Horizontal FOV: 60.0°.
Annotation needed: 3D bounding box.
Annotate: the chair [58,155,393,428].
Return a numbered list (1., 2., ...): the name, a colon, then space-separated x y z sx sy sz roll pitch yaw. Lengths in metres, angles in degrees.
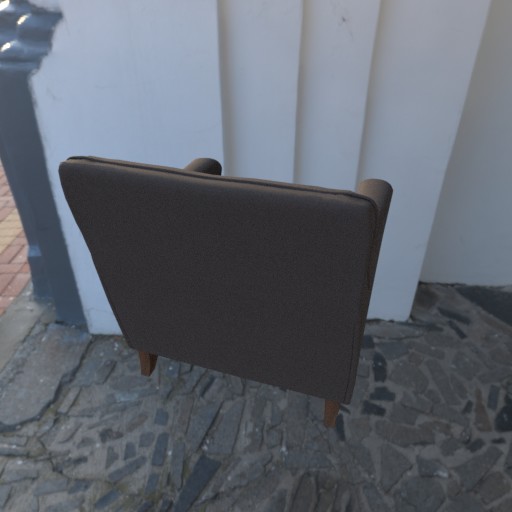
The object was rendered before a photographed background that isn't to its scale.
1. chair: 0.000 0.000 1.558 0.836 0.911 0.831 10 35 15
